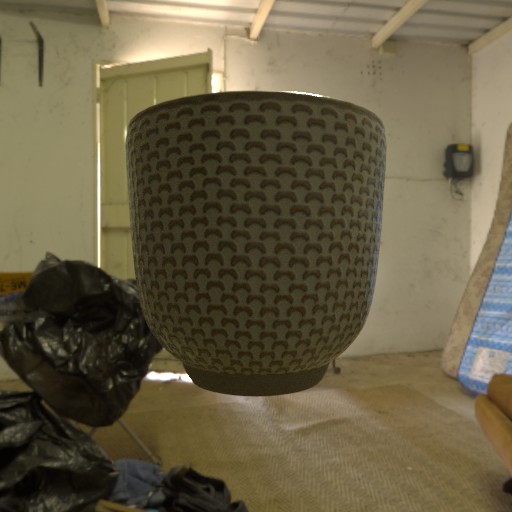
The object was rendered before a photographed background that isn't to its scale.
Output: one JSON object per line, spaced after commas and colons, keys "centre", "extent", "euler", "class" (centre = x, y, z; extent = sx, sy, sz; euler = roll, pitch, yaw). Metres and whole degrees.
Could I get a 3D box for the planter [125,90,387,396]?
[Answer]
{"centre": [0.000, 0.000, 0.349], "extent": [0.197, 0.191, 0.197], "euler": [0, 0, 0], "class": "planter"}
